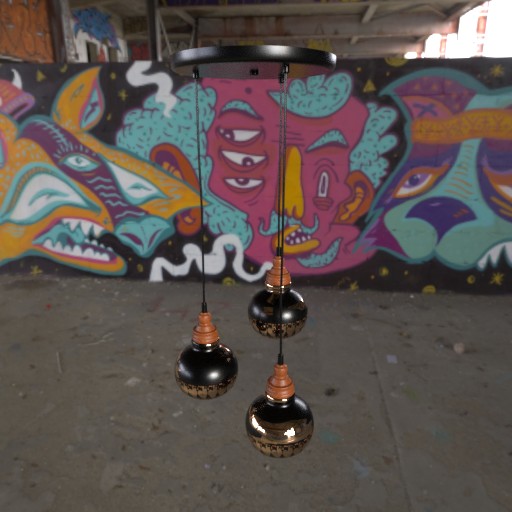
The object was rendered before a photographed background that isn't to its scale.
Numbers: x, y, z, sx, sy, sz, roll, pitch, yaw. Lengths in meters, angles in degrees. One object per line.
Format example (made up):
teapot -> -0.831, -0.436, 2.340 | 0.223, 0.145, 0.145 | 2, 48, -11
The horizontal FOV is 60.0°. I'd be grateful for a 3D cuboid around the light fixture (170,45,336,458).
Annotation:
light fixture -> 0.000, 0.000, 1.730 | 0.608, 1.410, 0.605 | 8, 19, 26
